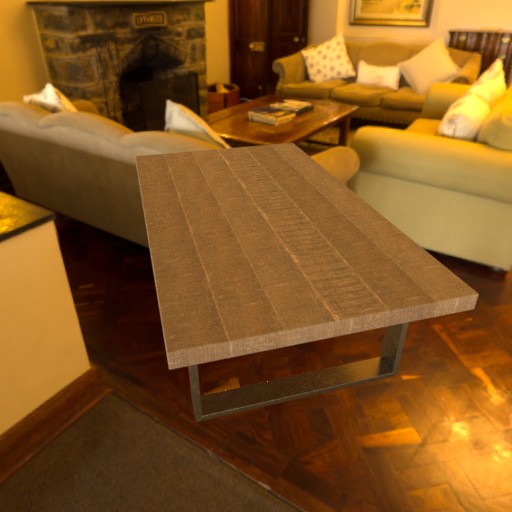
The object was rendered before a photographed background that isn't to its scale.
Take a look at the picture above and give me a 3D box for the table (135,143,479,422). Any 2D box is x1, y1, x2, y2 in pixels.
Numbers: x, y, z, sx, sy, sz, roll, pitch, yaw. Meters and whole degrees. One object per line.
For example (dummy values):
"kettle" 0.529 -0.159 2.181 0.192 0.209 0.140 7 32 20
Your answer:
"table" 0.000 0.000 1.742 0.800 0.440 1.400 -8 32 -14
